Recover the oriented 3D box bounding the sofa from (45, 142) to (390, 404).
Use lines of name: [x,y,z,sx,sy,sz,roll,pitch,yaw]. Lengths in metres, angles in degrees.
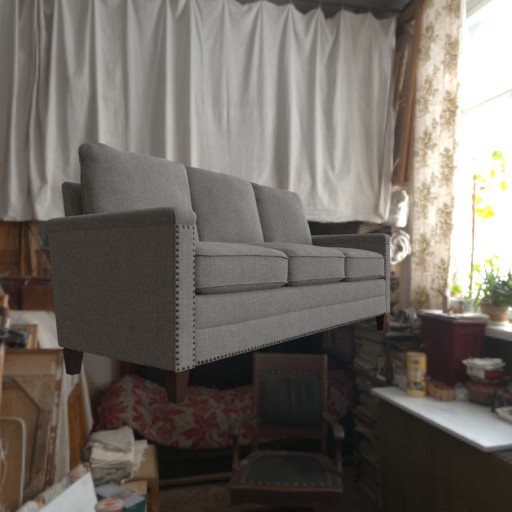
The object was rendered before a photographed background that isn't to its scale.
sofa: [0.000,0.000,2.372,0.828,0.959,1.925,0,-1,36]
